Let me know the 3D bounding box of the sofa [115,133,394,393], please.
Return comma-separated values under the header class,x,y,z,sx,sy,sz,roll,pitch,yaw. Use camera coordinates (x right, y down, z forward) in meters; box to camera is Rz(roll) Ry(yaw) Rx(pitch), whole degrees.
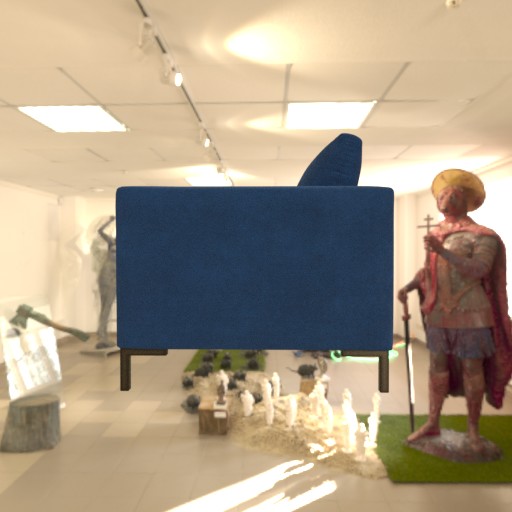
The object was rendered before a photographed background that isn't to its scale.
class,x,y,z,sx,sy,sz,roll,pitch,yaw
sofa,0.000,0.000,2.156,0.875,0.817,1.676,0,1,1
